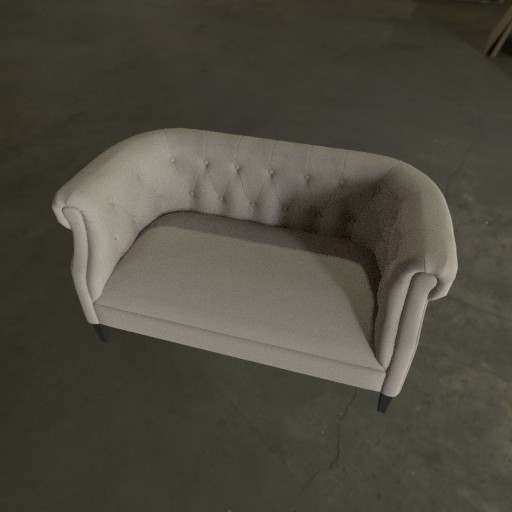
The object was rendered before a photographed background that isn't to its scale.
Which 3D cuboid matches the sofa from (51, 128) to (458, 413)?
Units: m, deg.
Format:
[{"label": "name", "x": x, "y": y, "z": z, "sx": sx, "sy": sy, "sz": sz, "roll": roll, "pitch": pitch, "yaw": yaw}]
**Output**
[{"label": "sofa", "x": 0.000, "y": 0.000, "z": 2.049, "sx": 1.558, "sy": 0.827, "sz": 0.835, "roll": 11, "pitch": 43, "yaw": 12}]
